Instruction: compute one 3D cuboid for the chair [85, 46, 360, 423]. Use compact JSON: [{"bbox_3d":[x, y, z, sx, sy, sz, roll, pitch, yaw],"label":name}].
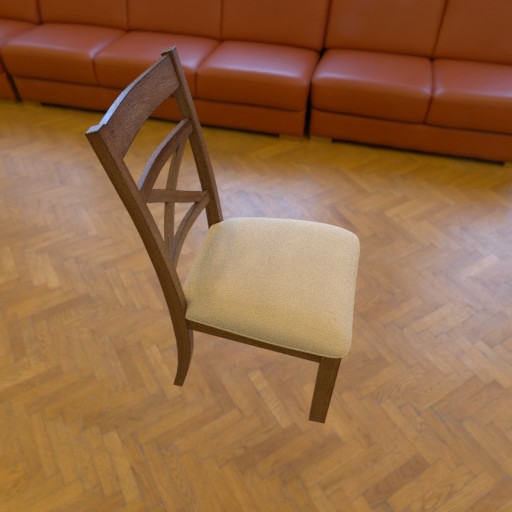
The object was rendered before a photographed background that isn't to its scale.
[{"bbox_3d":[0.000,0.000,1.245,0.581,0.949,0.461,9,47,9],"label":"chair"}]
